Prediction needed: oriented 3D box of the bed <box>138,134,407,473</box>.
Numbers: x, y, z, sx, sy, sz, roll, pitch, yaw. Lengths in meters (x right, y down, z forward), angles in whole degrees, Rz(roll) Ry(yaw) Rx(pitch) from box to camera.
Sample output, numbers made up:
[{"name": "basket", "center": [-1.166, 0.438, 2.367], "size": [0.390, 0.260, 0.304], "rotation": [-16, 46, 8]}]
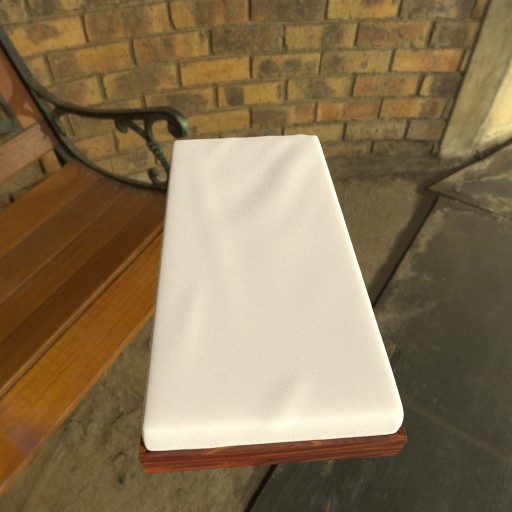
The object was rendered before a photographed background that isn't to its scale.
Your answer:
[{"name": "bed", "center": [0.000, 0.000, 2.183], "size": [0.940, 0.312, 1.860], "rotation": [-3, 46, -3]}]
